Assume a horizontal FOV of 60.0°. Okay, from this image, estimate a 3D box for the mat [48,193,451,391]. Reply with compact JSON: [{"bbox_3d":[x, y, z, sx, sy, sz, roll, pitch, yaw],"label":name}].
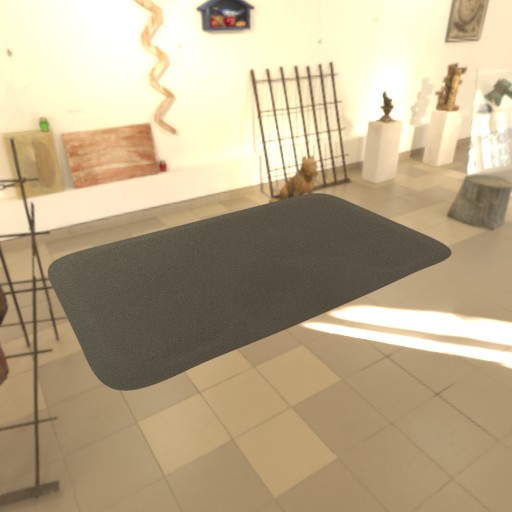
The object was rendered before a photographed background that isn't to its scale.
[{"bbox_3d":[0.000,0.000,1.852,1.524,0.013,0.918,-18,33,-29],"label":"mat"}]
